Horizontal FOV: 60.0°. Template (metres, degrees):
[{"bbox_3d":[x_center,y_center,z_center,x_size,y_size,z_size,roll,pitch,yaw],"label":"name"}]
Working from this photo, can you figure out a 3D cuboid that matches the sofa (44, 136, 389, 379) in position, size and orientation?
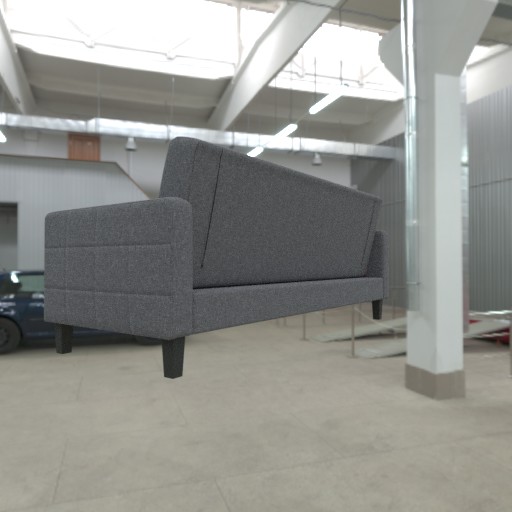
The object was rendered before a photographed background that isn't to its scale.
[{"bbox_3d":[0.000,0.000,2.476,0.810,0.850,2.040,-1,-1,36],"label":"sofa"}]
